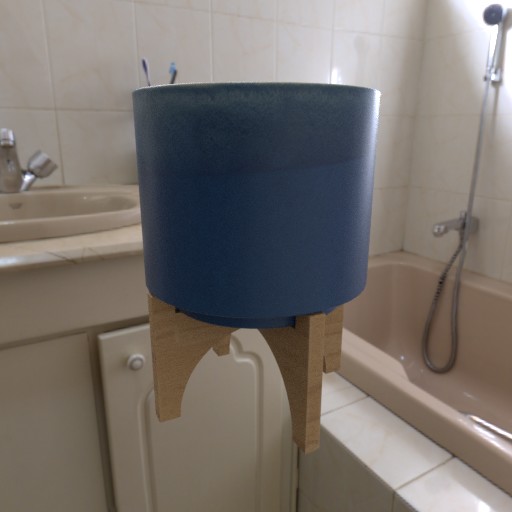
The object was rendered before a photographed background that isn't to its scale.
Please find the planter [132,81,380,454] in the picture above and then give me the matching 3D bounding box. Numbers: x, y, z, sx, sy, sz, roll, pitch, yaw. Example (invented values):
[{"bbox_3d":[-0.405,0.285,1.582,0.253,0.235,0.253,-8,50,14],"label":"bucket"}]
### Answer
[{"bbox_3d":[0.000,0.000,0.532,0.261,0.367,0.261,0,16,0],"label":"planter"}]
